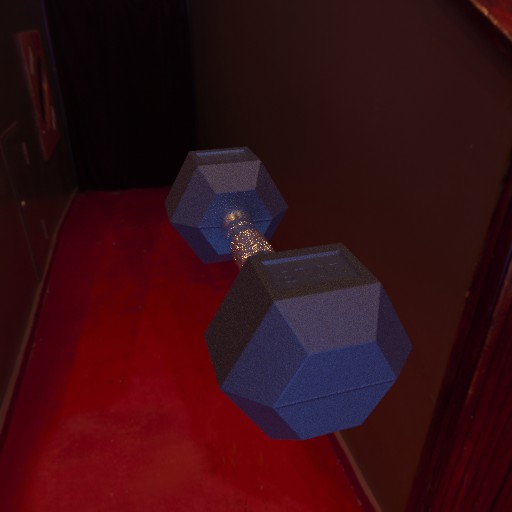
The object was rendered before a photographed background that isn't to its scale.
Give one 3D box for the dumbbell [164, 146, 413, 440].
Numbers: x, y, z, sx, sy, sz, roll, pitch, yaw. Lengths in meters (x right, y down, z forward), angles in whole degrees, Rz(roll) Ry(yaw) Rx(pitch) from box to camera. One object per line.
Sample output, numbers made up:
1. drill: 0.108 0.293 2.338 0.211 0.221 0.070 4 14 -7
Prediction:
1. dumbbell: 0.000 0.000 0.323 0.106 0.092 0.272 -8 31 -14
